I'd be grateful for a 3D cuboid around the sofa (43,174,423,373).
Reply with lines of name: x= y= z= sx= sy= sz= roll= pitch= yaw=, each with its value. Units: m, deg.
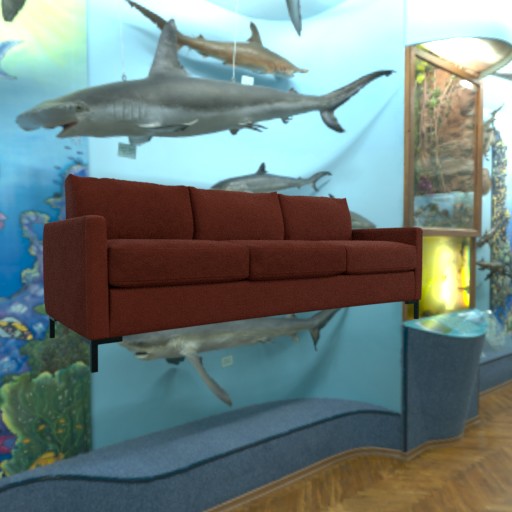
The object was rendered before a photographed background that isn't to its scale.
sofa: x=0.000 y=0.000 z=2.705 sx=2.252 sy=0.879 sz=0.875 roll=-1 pitch=2 yaw=-36
